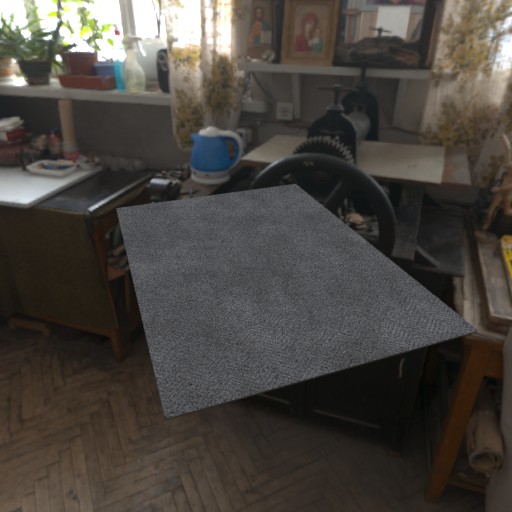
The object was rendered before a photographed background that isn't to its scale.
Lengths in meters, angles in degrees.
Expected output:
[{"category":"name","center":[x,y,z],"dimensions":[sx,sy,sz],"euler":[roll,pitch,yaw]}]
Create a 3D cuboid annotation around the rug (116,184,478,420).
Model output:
[{"category":"rug","center":[0.000,0.000,2.933],"dimensions":[1.600,0.008,2.235],"euler":[-10,31,-17]}]
